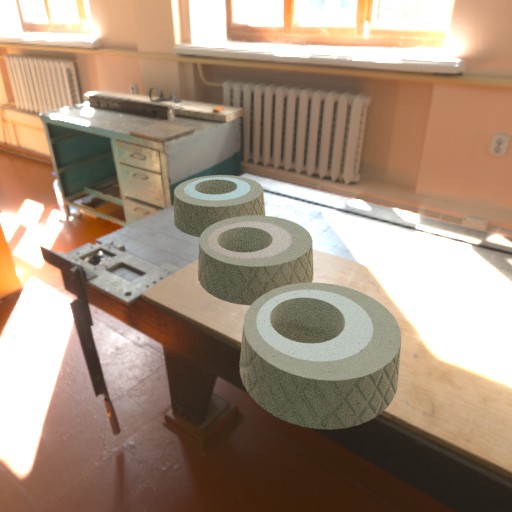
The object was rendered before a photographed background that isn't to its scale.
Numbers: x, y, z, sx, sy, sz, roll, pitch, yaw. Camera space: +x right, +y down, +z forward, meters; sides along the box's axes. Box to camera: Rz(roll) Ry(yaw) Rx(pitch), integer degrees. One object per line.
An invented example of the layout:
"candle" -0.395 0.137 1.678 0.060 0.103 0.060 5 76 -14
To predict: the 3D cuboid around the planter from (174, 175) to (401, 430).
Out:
"planter" 0.000 0.000 0.429 0.114 0.038 0.390 -9 30 -16
